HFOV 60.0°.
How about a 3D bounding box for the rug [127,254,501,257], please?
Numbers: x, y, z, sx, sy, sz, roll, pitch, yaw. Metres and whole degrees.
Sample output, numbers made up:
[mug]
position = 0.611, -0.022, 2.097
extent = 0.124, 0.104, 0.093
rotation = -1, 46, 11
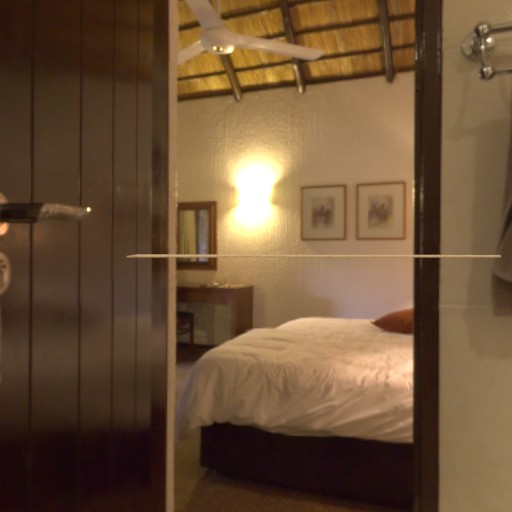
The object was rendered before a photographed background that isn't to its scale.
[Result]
[rug]
position = 0.000, 0.000, 2.236
extent = 1.232, 0.015, 1.825
rotation = 0, 0, -17
